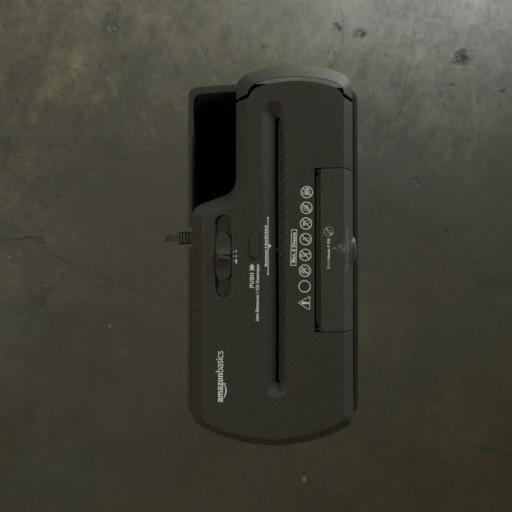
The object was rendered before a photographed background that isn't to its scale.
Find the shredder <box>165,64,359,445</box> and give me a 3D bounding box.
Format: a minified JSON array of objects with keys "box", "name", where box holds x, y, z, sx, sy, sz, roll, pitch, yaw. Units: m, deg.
[{"box":[0.000,0.000,0.521,0.170,0.335,0.320,0,89,-2],"name":"shredder"}]
